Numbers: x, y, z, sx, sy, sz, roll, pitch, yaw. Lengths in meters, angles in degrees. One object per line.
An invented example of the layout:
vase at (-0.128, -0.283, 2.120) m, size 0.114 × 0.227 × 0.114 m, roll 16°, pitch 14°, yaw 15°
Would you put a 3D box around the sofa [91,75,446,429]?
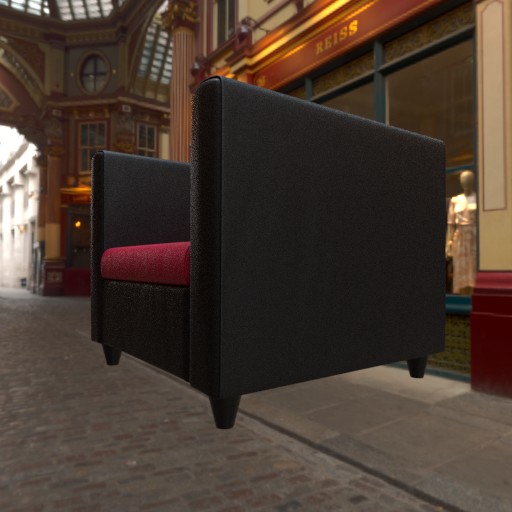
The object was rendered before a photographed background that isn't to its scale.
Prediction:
sofa at (0.000, 0.000, 1.411) m, size 0.809 × 0.724 × 0.839 m, roll 1°, pitch -1°, yaw -36°
